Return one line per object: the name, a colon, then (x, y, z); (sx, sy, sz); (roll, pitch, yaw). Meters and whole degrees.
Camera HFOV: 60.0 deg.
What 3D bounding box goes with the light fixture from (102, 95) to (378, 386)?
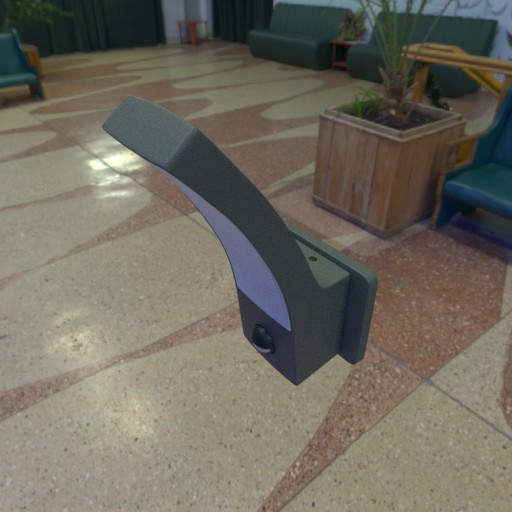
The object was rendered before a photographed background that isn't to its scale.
light fixture: (0.000, 0.000, 0.335); (0.174, 0.243, 0.108); (-22, 39, -30)
